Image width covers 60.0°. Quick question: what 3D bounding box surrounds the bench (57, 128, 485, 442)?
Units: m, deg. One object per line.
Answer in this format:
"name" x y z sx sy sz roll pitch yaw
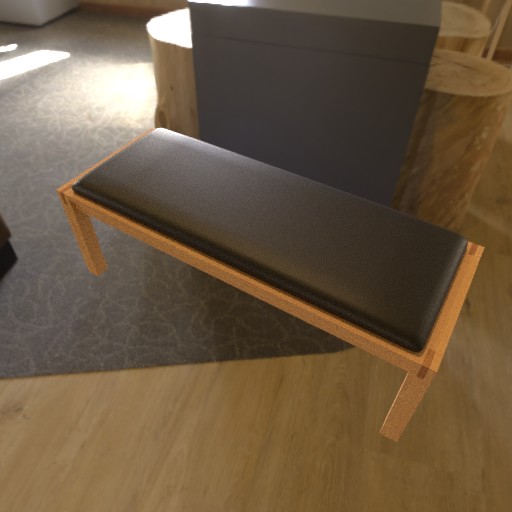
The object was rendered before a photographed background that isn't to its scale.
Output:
"bench" 0.000 0.000 1.423 1.202 0.430 0.450 24 50 22
